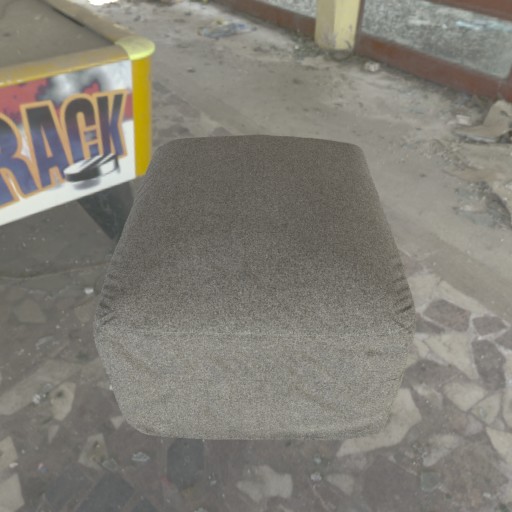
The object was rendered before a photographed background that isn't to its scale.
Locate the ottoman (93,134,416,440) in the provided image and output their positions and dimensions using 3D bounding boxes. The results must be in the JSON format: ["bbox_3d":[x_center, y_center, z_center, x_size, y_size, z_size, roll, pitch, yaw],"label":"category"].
[{"bbox_3d":[0.000,0.000,1.251,0.683,0.481,0.837,0,41,1],"label":"ottoman"}]
